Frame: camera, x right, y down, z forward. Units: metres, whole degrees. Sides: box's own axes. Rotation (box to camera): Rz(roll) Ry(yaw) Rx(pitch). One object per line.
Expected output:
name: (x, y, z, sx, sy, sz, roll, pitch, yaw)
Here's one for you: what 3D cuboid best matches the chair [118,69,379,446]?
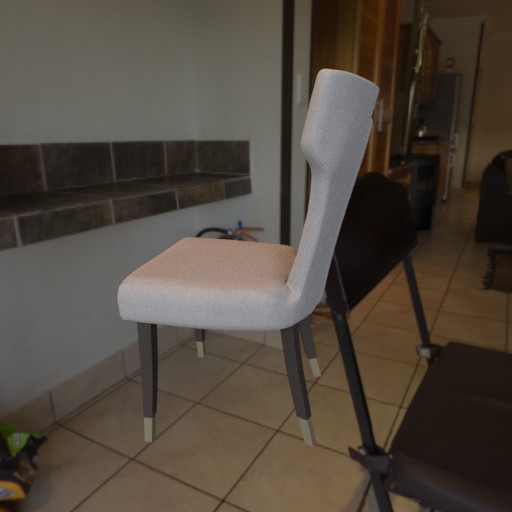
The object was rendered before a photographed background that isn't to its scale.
chair: (0.000, 0.000, 1.293, 0.630, 0.950, 0.526, 3, 16, 10)
